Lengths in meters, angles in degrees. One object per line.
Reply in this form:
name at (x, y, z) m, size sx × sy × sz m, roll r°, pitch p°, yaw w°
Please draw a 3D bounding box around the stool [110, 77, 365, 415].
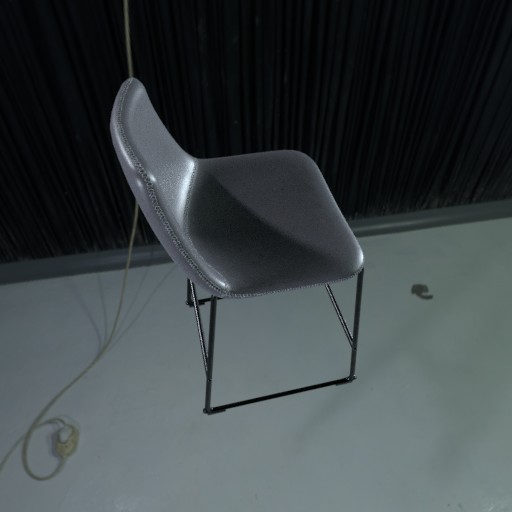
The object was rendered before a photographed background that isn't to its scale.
stool at (0.000, 0.000, 1.162) m, size 0.546 × 0.876 × 0.470 m, roll -10°, pitch 49°, yaw -9°
